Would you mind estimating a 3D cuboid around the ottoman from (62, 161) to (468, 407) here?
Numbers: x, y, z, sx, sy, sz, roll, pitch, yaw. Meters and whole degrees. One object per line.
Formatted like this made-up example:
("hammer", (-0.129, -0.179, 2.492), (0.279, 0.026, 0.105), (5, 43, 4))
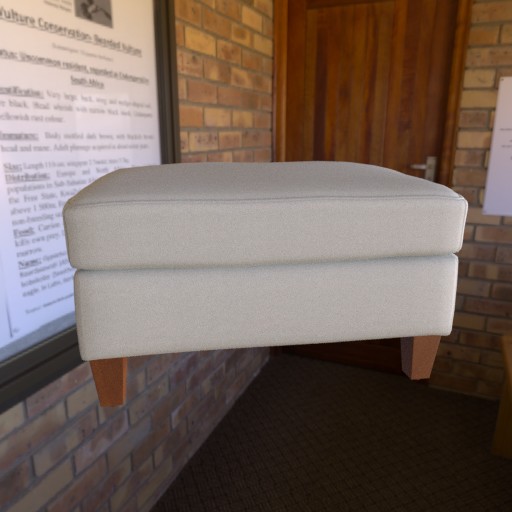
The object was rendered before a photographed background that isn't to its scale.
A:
("ottoman", (0.000, 0.000, 1.193), (0.818, 0.496, 0.634), (-2, 16, -8))
